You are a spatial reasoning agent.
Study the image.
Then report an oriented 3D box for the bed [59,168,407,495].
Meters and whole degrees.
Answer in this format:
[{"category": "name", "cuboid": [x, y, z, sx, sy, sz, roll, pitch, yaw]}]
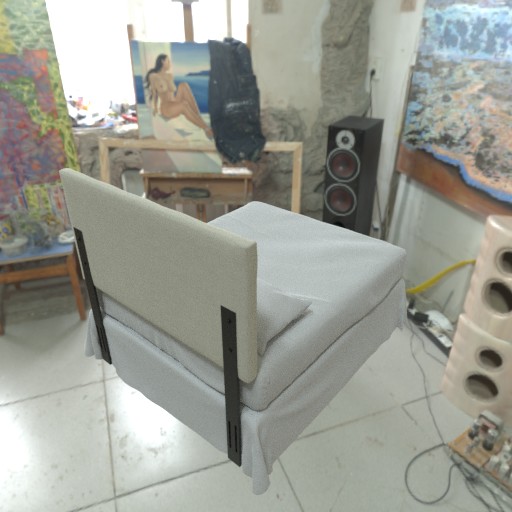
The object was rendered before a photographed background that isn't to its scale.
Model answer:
[{"category": "bed", "cuboid": [0.000, 0.000, 3.460, 1.936, 1.577, 2.222, 23, 37, 34]}]
